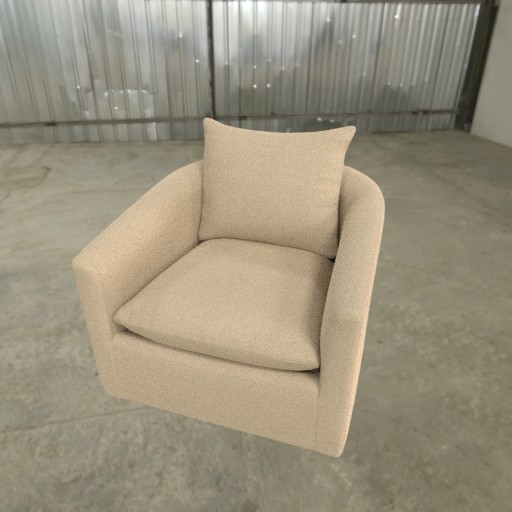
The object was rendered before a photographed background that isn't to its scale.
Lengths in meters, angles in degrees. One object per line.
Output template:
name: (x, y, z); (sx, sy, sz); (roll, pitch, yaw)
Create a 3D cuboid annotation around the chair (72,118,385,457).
chair: (0.000, 0.000, 1.597); (0.845, 0.848, 0.910); (9, 29, 16)
